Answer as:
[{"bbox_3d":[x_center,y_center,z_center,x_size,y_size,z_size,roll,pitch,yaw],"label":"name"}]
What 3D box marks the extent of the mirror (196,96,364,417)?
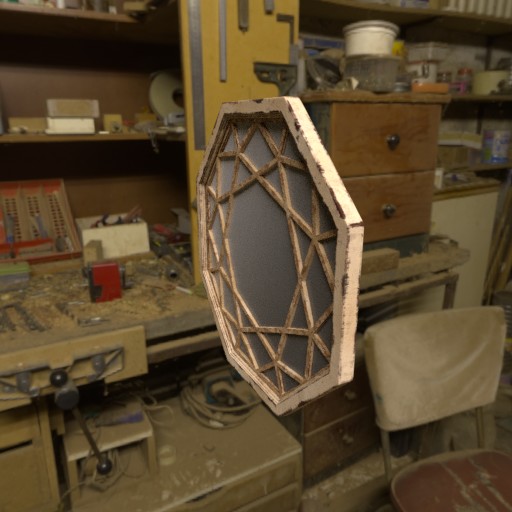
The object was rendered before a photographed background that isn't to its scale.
[{"bbox_3d":[0.000,0.000,0.975,0.031,0.648,0.648,-9,19,-26],"label":"mirror"}]
